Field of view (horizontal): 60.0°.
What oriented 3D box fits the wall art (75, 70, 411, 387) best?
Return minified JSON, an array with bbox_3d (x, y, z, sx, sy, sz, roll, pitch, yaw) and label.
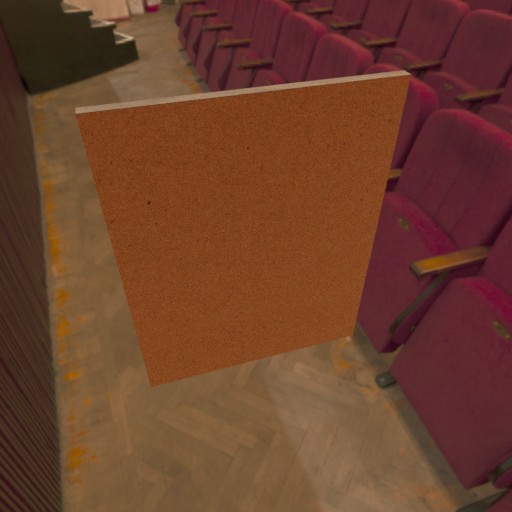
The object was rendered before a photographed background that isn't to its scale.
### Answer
[{"bbox_3d":[0.000,0.000,0.819,0.481,0.613,0.020,-11,42,-13],"label":"wall art"}]
